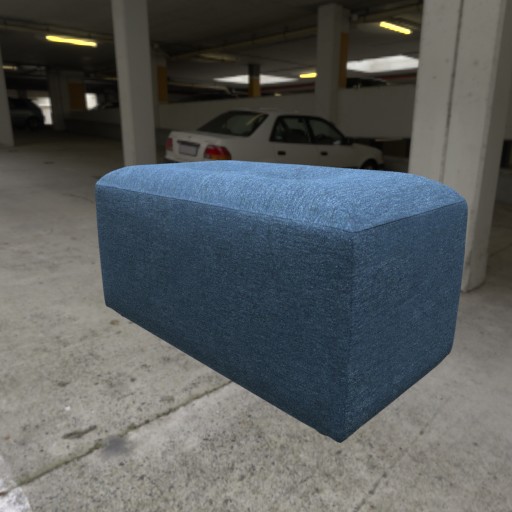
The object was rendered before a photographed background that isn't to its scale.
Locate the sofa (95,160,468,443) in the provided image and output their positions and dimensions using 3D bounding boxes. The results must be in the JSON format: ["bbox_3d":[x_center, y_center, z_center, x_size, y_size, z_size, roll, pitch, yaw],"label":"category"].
[{"bbox_3d":[0.000,0.000,1.202,0.480,0.470,0.930,-15,22,-42],"label":"sofa"}]
